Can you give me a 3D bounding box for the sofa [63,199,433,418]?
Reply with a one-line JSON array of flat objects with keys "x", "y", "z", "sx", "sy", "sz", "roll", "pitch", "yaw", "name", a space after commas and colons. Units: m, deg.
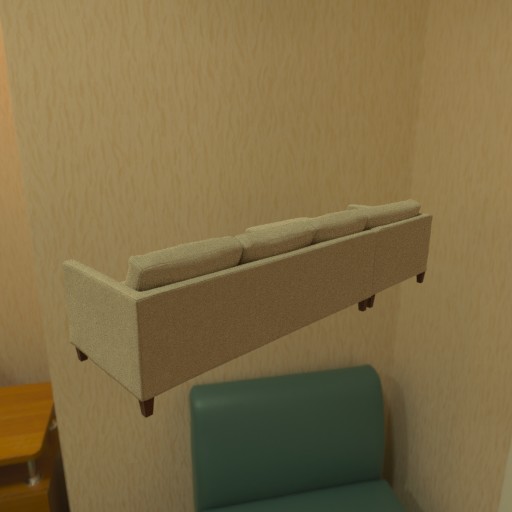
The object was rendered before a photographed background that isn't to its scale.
[{"x": 0.000, "y": 0.000, "z": 3.817, "sx": 3.186, "sy": 0.846, "sz": 1.625, "roll": -15, "pitch": 22, "yaw": -42, "name": "sofa"}]
